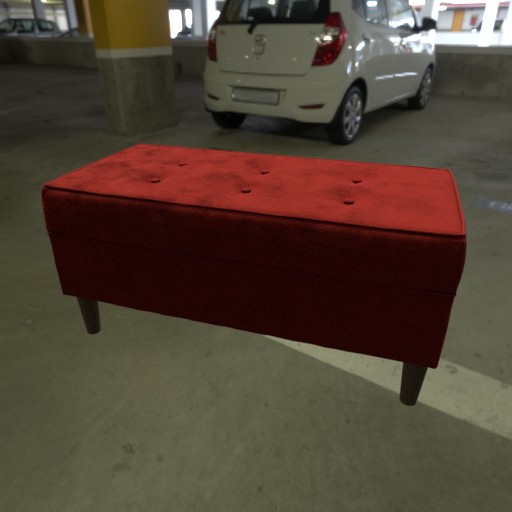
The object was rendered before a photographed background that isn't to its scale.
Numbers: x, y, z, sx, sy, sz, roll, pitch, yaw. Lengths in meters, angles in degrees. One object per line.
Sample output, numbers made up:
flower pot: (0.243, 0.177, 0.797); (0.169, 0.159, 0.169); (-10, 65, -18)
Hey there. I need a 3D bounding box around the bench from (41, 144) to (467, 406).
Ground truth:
bench: (0.000, 0.000, 1.272); (1.016, 0.471, 0.492); (9, 29, 16)
